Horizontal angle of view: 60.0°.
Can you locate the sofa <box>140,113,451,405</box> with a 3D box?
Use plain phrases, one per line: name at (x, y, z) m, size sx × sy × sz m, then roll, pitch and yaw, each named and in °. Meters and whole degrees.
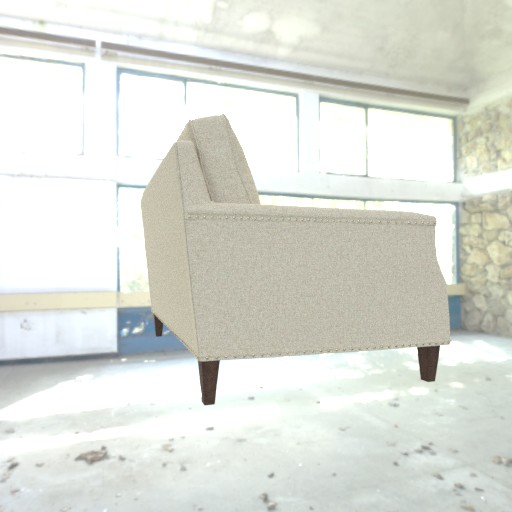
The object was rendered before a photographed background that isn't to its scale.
sofa at (0.000, 0.000, 2.286) m, size 1.084 × 1.003 × 1.597 m, roll 0°, pitch -1°, yaw -19°
